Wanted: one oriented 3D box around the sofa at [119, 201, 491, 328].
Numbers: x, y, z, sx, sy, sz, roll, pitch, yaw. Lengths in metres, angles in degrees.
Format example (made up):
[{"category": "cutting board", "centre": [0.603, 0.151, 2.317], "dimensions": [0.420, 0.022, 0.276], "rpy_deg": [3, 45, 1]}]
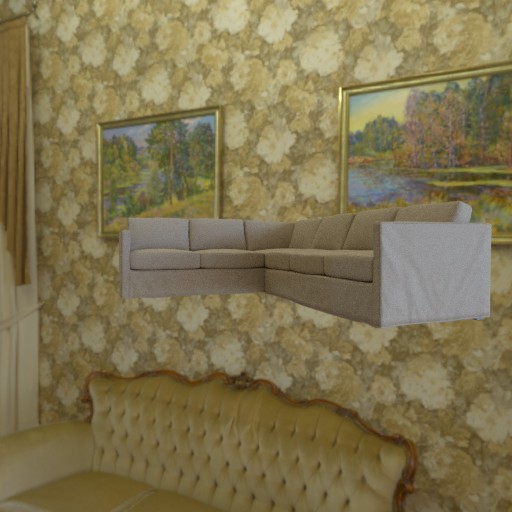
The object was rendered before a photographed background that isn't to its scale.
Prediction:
[{"category": "sofa", "centre": [0.000, 0.000, 4.216], "dimensions": [2.432, 0.871, 3.182], "rpy_deg": [0, 1, -19]}]
